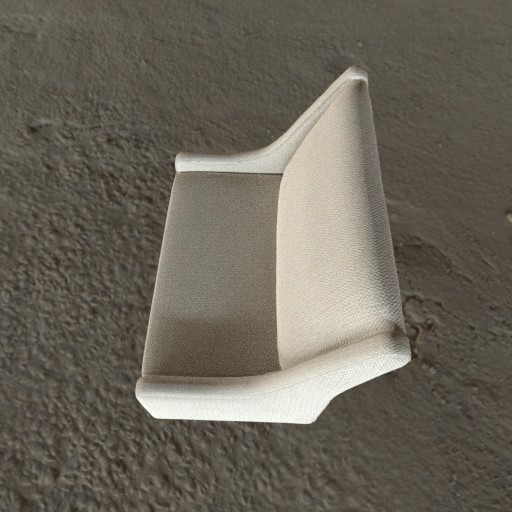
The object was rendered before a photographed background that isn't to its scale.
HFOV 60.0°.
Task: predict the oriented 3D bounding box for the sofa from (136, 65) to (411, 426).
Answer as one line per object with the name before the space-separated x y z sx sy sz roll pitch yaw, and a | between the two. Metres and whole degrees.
sofa | 0.000 0.000 1.892 0.870 1.022 1.242 2 58 1
